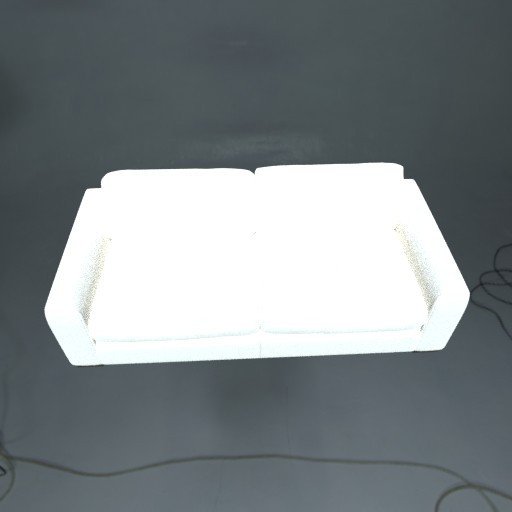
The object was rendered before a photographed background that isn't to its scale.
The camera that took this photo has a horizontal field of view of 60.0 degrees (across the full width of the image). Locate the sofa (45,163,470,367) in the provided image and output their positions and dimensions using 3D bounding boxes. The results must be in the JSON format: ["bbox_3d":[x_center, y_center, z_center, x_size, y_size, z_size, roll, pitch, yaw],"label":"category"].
[{"bbox_3d":[0.000,0.000,2.757,2.262,0.801,1.070,-2,46,-2],"label":"sofa"}]
